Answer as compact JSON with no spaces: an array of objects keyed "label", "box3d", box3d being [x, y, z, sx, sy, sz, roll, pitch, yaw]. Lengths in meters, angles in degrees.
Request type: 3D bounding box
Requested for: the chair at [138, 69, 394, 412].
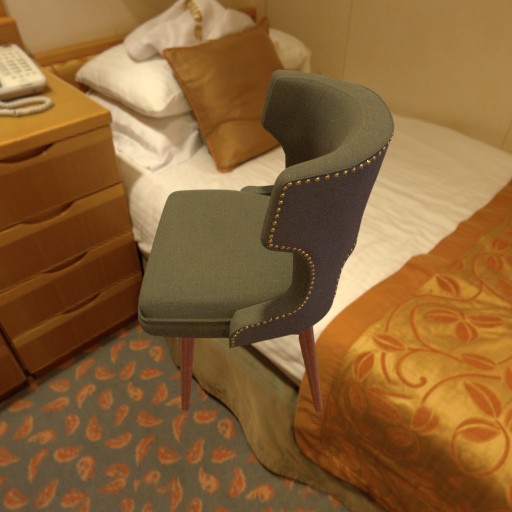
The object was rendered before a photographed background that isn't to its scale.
[{"label":"chair","box3d":[0.000,0.000,1.240,0.581,0.863,0.595,0,41,0]}]
